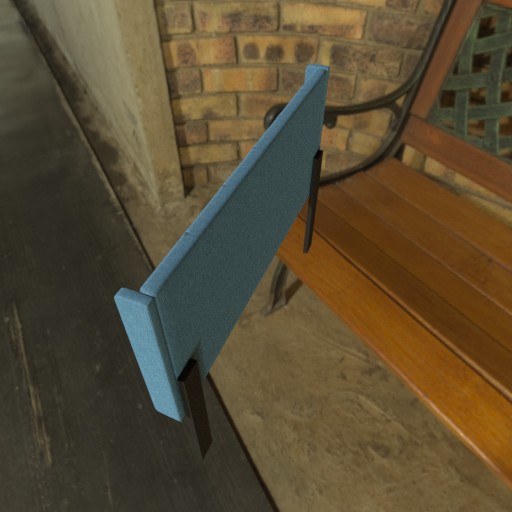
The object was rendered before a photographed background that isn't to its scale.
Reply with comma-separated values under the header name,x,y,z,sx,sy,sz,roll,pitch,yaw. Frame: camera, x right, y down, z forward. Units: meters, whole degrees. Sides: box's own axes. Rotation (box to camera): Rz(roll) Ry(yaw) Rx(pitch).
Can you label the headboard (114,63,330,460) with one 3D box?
name,x,y,z,sx,sy,sz,roll,pitch,yaw
headboard,0.000,0.000,2.694,0.184,1.524,2.051,18,49,16
